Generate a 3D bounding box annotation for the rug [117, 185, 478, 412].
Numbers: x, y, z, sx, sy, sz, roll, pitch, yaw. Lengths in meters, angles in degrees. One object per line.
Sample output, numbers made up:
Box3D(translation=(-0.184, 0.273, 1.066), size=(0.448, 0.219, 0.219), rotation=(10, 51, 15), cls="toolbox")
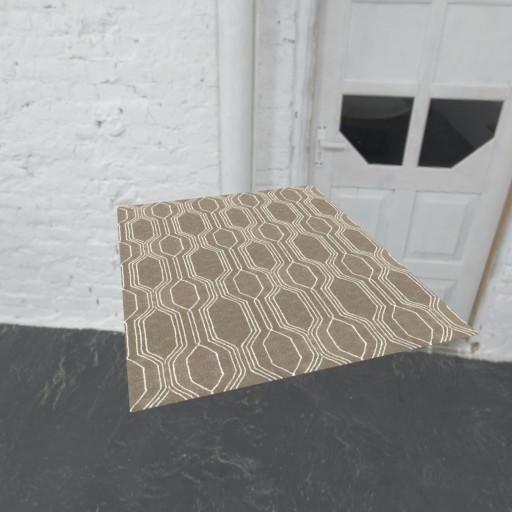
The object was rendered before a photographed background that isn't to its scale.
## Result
Box3D(translation=(0.000, 0.000, 4.175), size=(2.457, 0.012, 3.062), rotation=(-9, 31, -14), cls="rug")
